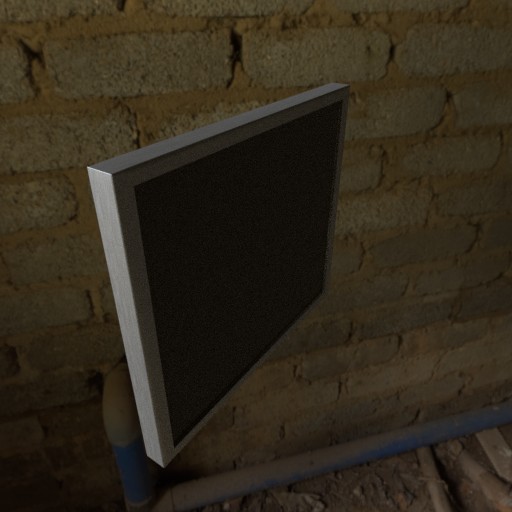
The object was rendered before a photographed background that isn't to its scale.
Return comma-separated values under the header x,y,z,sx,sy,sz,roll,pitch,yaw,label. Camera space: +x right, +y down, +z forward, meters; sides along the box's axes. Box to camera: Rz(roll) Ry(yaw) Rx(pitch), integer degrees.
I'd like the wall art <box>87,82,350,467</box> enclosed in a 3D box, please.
x,y,z,sx,sy,sz,roll,pitch,yaw,label
0.000,0.000,0.525,0.028,0.330,0.380,20,37,29,wall art
